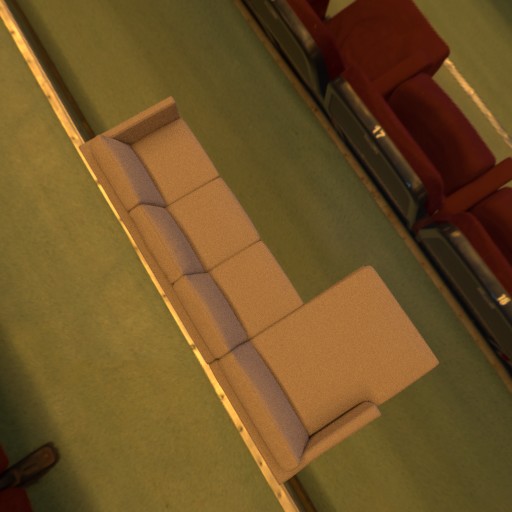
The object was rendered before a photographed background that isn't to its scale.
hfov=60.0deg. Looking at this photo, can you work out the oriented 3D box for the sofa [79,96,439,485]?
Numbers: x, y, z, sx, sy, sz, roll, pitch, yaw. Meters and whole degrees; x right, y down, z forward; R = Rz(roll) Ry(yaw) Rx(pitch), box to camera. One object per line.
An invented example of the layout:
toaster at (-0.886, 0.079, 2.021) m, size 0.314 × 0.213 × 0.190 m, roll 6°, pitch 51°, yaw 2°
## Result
sofa at (0.000, 0.000, 3.847) m, size 1.625 × 0.846 × 3.186 m, roll -32°, pitch 79°, yaw -7°
